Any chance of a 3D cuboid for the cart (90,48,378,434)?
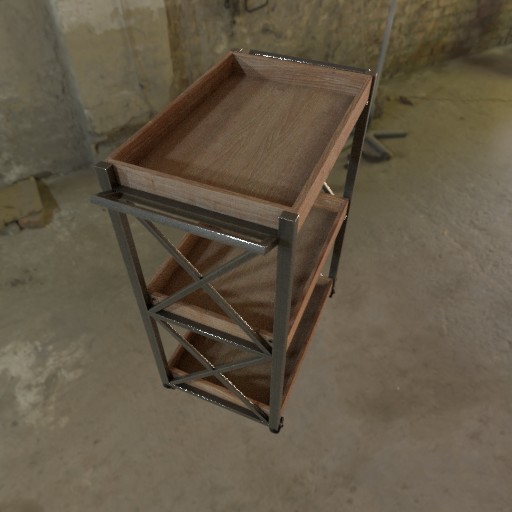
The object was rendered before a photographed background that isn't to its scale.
[{"bbox_3d":[0.000,0.000,1.193,0.377,0.835,0.673,17,49,16],"label":"cart"}]
